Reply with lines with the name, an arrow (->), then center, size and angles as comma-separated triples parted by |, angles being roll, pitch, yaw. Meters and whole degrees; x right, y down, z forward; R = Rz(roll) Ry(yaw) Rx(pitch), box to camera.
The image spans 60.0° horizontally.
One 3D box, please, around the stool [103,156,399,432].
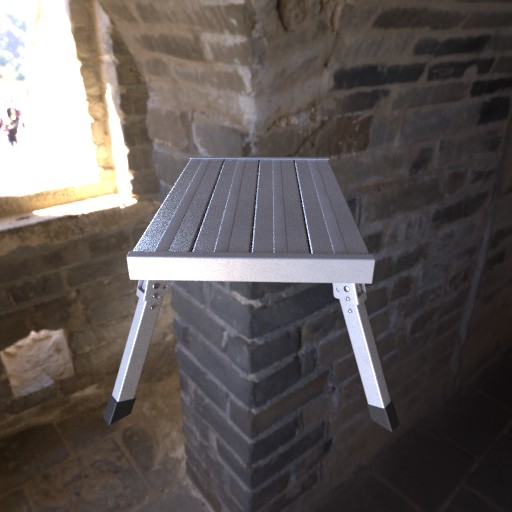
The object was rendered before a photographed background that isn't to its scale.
stool -> 0.000, 0.000, 0.753 | 0.385, 0.225, 0.535 | 1, 27, 2
